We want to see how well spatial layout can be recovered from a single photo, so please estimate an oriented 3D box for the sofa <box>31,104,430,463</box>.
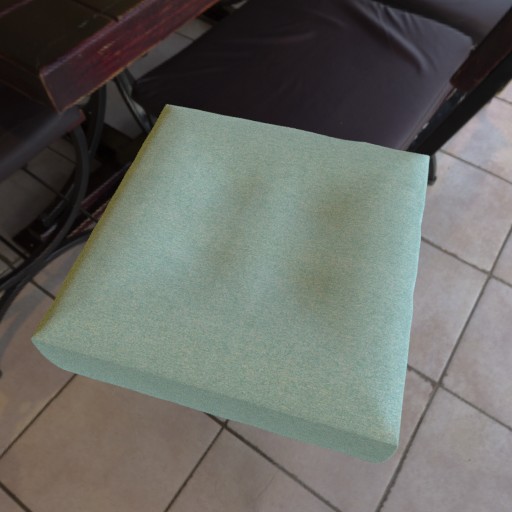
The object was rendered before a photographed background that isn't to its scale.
[{"bbox_3d":[0.000,0.000,1.369,0.930,0.330,0.930,14,60,8],"label":"sofa"}]
